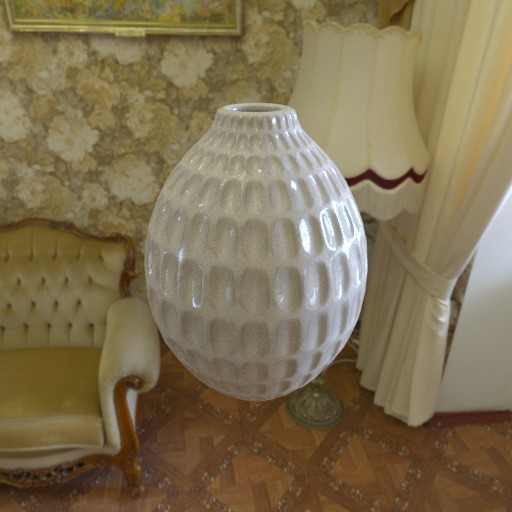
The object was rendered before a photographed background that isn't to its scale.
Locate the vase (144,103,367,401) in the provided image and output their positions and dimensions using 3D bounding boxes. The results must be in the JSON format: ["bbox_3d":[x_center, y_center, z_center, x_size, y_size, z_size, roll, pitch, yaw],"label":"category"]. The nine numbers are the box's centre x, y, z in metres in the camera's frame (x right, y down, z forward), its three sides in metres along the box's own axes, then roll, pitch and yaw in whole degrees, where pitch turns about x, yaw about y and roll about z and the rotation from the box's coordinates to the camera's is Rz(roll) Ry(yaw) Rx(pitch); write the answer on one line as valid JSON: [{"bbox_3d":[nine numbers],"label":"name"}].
[{"bbox_3d":[0.000,0.000,0.260,0.128,0.167,0.128,0,26,0],"label":"vase"}]
